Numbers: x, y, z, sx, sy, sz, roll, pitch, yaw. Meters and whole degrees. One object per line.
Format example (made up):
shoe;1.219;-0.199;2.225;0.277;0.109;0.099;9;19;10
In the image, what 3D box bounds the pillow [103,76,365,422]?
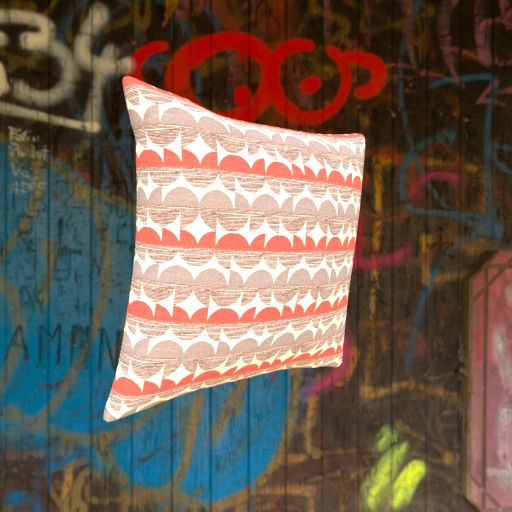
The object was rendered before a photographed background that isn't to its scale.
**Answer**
pillow;0.000;0.000;0.647;0.420;0.410;0.180;0;0;-37
